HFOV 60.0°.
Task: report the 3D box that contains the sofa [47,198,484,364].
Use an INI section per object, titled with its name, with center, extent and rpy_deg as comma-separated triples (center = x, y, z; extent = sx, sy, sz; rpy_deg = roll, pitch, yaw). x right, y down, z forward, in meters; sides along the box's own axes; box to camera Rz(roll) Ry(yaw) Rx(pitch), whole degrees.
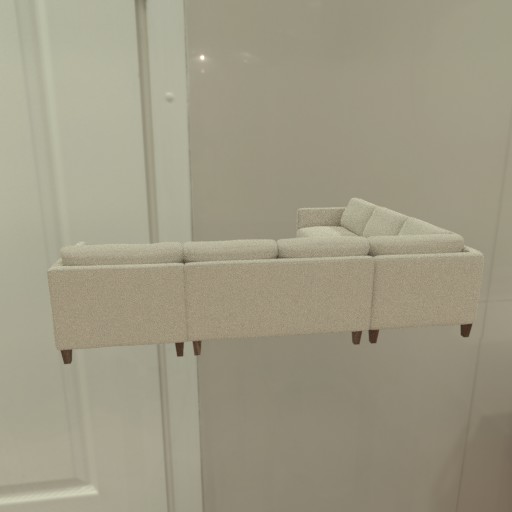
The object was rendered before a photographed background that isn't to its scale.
[sofa]
center = 0.000, 0.000, 4.443
extent = 3.238, 0.853, 2.551
rpy_deg = -2, 15, -8
